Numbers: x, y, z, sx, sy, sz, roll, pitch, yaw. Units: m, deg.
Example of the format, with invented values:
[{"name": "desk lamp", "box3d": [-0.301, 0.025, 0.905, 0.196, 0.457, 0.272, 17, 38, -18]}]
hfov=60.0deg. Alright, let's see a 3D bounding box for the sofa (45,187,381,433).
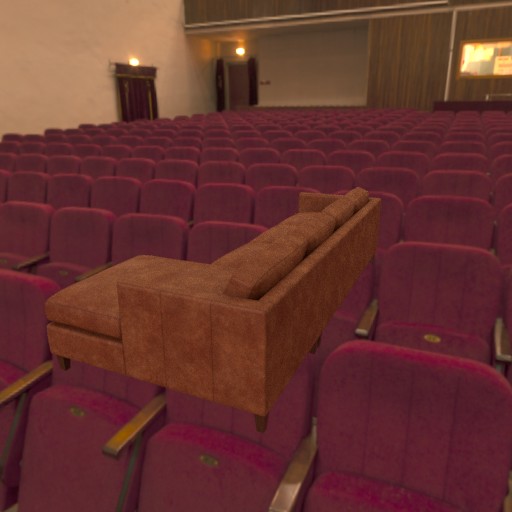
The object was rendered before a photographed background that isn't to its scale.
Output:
[{"name": "sofa", "box3d": [0.000, 0.000, 3.908, 1.581, 0.883, 3.203, 8, 20, 23]}]
